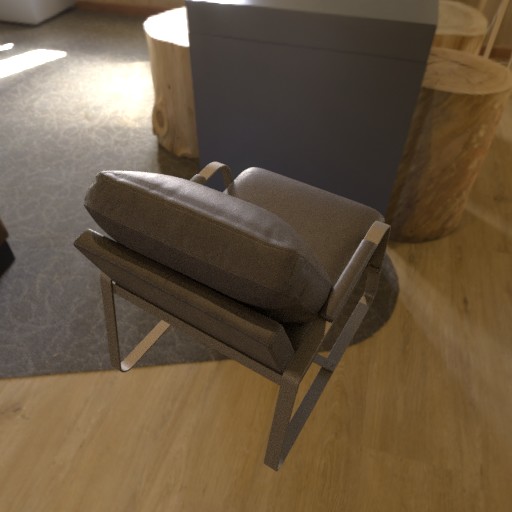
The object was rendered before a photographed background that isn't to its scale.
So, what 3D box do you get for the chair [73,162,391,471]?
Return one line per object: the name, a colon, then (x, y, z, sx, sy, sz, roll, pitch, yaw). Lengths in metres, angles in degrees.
chair: (0.000, 0.000, 1.473, 0.692, 0.839, 0.878, 24, 51, 22)
